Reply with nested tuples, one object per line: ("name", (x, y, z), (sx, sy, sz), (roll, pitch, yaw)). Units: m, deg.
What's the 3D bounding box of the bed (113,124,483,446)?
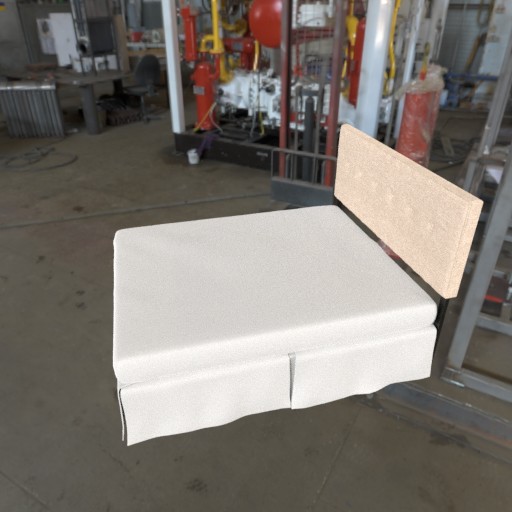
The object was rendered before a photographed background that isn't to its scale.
("bed", (0.000, 0.000, 3.014), (1.978, 1.270, 1.643), (-8, 32, -13))
